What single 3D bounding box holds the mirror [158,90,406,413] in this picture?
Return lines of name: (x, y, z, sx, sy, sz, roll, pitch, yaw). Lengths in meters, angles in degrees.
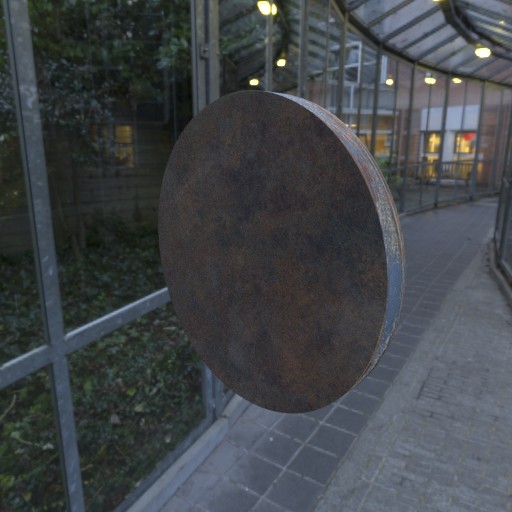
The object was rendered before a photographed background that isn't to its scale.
mirror: (0.000, 0.000, 0.840, 0.061, 0.585, 0.585, -13, 19, -42)
